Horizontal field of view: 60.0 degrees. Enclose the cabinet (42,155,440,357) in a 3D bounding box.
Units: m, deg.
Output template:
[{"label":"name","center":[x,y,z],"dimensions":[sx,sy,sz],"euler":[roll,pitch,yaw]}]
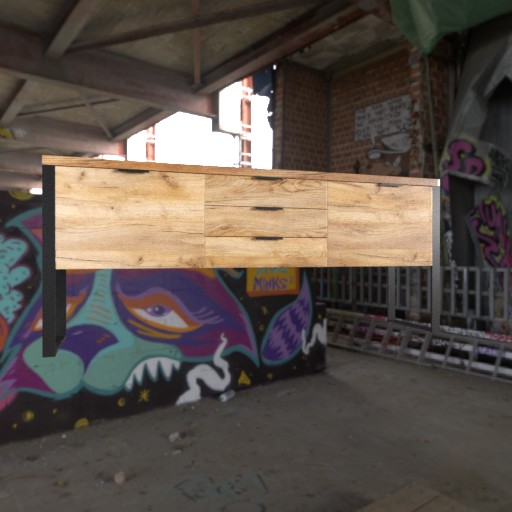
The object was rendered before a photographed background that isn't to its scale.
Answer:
[{"label":"cabinet","center":[0.000,0.000,2.111],"dimensions":[1.800,0.762,0.395],"euler":[0,0,-17]}]
